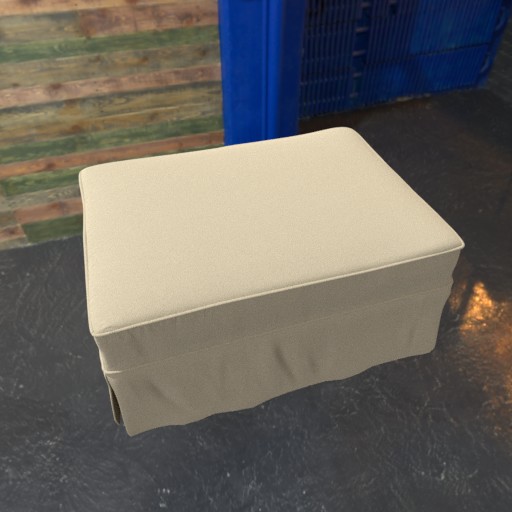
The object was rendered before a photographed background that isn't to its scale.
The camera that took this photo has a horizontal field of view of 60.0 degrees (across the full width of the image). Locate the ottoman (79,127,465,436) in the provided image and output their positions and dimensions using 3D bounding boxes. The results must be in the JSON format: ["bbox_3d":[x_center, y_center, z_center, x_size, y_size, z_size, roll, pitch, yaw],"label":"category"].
[{"bbox_3d":[0.000,0.000,1.331,0.959,0.482,0.721,-12,45,-13],"label":"ottoman"}]
